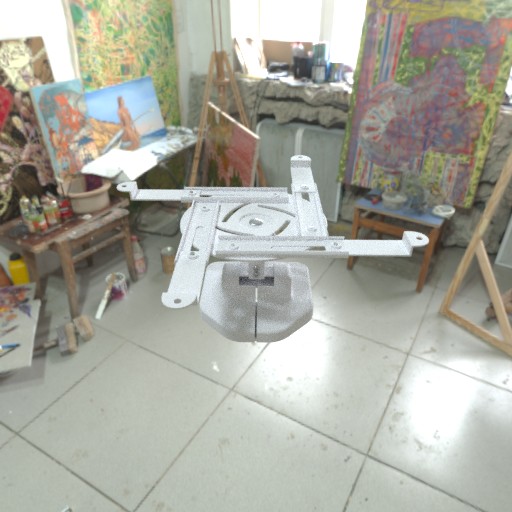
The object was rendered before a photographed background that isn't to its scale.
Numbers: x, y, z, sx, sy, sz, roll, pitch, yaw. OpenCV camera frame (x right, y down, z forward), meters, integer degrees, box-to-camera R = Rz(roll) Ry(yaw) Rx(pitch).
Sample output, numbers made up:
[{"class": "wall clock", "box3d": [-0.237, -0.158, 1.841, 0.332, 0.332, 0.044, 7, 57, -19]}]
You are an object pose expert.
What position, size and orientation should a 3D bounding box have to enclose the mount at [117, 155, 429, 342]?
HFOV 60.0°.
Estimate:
[{"class": "mount", "box3d": [0.000, 0.000, 0.602, 0.394, 0.141, 0.394, 1, 33, 1]}]
